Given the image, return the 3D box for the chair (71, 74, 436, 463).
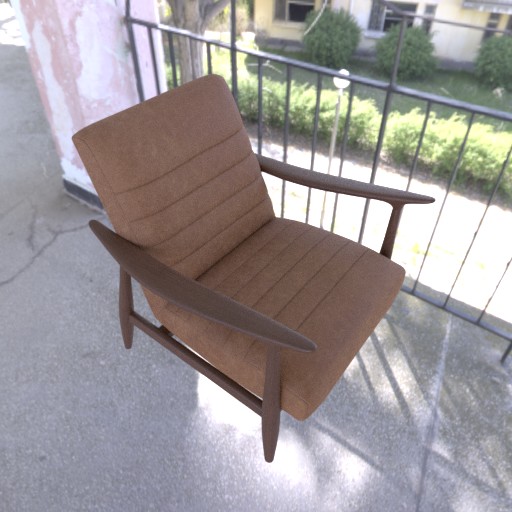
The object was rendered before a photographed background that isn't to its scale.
[{"bbox_3d":[0.000,0.000,1.378,0.798,0.832,0.741,26,47,27],"label":"chair"}]
